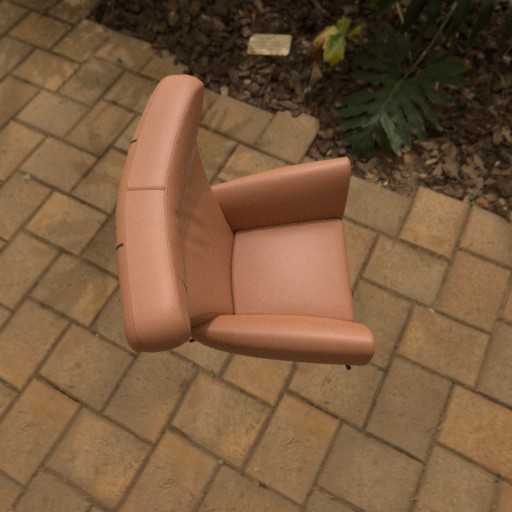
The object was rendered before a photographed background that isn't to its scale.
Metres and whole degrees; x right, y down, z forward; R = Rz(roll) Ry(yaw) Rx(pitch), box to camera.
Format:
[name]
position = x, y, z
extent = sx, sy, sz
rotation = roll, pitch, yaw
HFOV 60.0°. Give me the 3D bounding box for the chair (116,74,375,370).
[chair]
position = 0.000, 0.000, 1.799
extent = 0.900, 1.050, 0.980
rotation = -1, 64, 0
